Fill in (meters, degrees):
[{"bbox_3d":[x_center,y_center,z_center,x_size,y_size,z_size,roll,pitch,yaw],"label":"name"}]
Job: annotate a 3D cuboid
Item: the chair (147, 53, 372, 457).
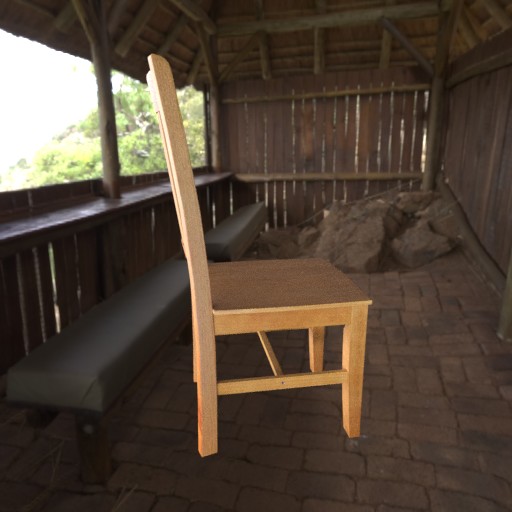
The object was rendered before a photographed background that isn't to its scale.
[{"bbox_3d":[0.000,0.000,1.285,0.556,0.998,0.450,-3,16,-9],"label":"chair"}]
